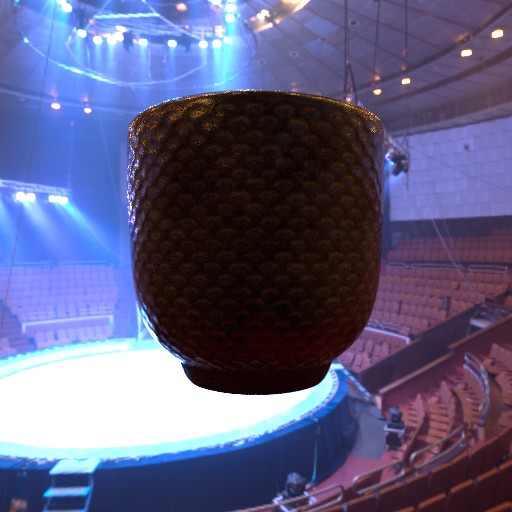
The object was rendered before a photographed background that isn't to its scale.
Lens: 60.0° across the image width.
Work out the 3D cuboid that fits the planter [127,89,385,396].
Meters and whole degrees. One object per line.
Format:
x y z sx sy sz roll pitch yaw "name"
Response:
0.000 0.000 0.351 0.197 0.191 0.197 0 -1 0 "planter"
